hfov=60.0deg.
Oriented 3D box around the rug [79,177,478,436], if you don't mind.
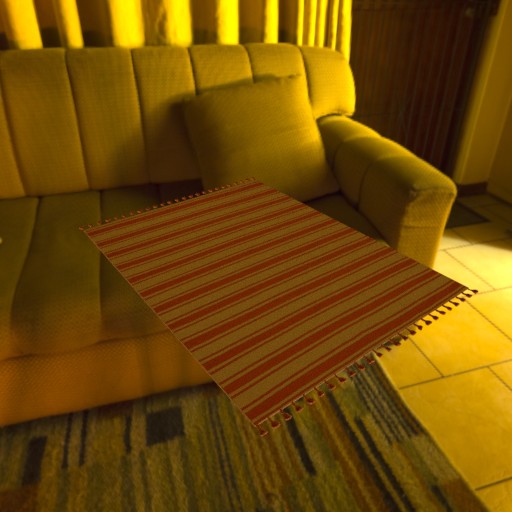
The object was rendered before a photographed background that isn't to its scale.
[{"bbox_3d":[0.000,0.000,4.459,2.451,0.035,3.369,-22,38,-31],"label":"rug"}]
